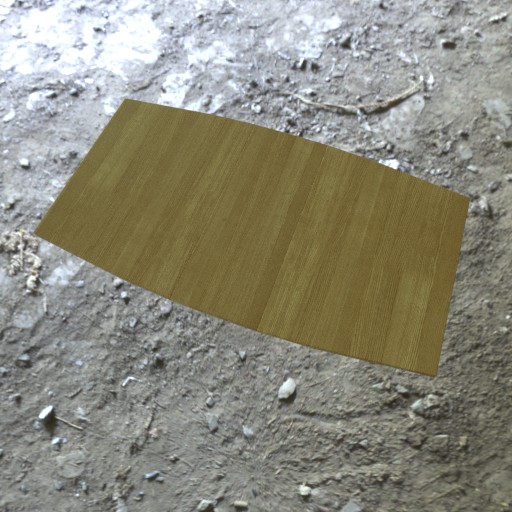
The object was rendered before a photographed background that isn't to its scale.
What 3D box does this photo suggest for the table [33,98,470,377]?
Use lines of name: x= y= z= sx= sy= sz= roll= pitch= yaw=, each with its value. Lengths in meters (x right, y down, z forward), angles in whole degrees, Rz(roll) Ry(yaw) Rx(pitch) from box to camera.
table: x=0.000 y=0.000 z=2.126 sx=1.598 sy=0.748 sz=0.900 roll=19 pitch=65 yaw=9
